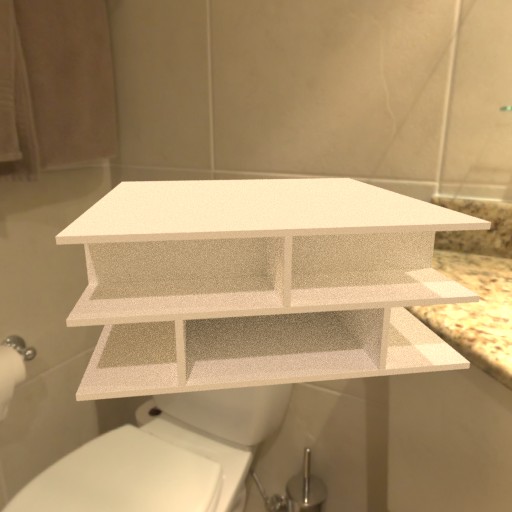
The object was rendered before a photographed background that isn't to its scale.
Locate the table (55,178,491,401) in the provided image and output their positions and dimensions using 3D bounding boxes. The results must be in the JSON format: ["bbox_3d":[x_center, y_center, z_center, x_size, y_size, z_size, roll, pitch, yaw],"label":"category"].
[{"bbox_3d":[0.000,0.000,1.072,0.700,0.289,0.700,-2,16,-8],"label":"table"}]
